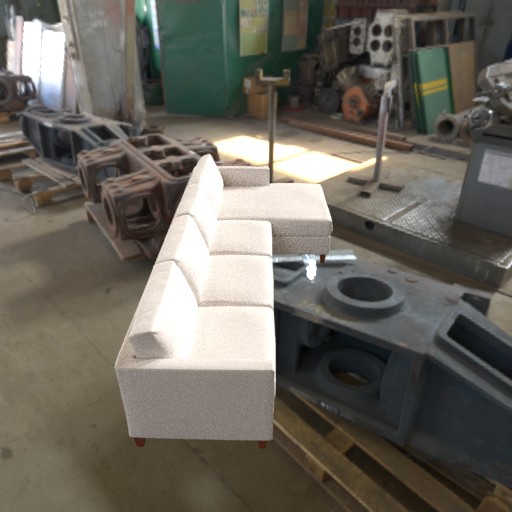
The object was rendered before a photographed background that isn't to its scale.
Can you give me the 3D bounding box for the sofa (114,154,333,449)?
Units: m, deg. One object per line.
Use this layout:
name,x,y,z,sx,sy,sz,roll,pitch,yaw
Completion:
sofa,0.000,0.000,4.128,1.606,0.954,3.471,0,31,1
